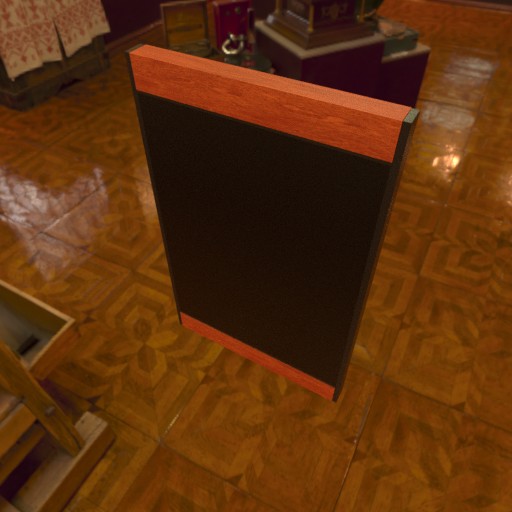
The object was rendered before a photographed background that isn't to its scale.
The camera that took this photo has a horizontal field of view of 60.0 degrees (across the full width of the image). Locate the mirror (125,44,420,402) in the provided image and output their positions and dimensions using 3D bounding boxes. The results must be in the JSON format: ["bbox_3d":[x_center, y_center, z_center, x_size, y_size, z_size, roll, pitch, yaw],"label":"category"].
[{"bbox_3d":[0.000,0.000,1.013,0.525,0.823,0.047,22,49,21],"label":"mirror"}]
